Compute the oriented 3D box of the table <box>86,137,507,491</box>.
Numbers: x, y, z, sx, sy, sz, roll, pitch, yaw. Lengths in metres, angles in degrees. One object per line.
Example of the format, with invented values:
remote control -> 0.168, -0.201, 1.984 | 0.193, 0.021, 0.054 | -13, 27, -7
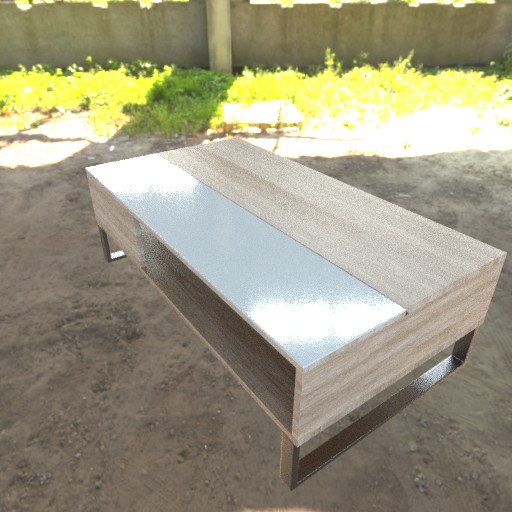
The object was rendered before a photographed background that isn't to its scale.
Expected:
table -> 0.000, 0.000, 1.318 | 0.600, 0.350, 1.100 | -20, 37, -30
